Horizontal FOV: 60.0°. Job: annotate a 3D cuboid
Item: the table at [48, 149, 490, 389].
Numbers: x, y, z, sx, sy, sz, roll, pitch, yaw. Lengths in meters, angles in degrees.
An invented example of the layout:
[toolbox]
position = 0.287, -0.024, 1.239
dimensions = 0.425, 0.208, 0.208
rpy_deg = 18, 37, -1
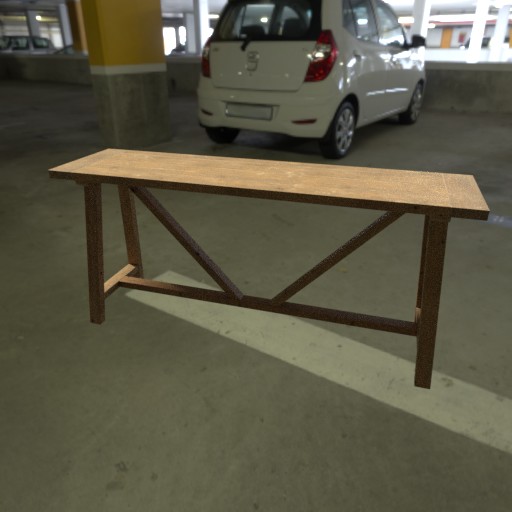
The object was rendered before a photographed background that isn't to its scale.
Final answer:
[table]
position = 0.000, 0.000, 2.114
dimensions = 1.800, 0.810, 0.465
rpy_deg = 8, 27, 15
